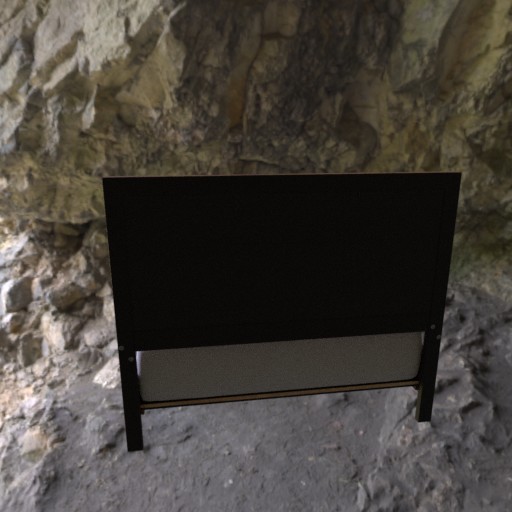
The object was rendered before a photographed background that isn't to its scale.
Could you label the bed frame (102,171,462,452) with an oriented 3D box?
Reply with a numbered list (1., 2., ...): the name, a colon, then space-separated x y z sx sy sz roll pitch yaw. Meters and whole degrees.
1. bed frame: 0.000 0.000 3.317 1.696 1.417 2.276 -2 16 -8
